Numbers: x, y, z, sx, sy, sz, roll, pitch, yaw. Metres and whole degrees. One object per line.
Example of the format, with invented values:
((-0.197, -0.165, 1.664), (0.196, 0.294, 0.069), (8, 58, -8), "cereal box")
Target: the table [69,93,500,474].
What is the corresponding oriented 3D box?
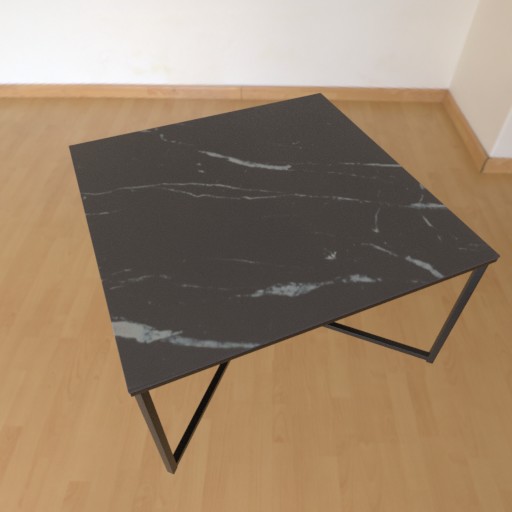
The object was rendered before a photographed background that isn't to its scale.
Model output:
((0.000, 0.000, 1.258), (0.800, 0.450, 0.800), (-17, 49, -16), "table")
